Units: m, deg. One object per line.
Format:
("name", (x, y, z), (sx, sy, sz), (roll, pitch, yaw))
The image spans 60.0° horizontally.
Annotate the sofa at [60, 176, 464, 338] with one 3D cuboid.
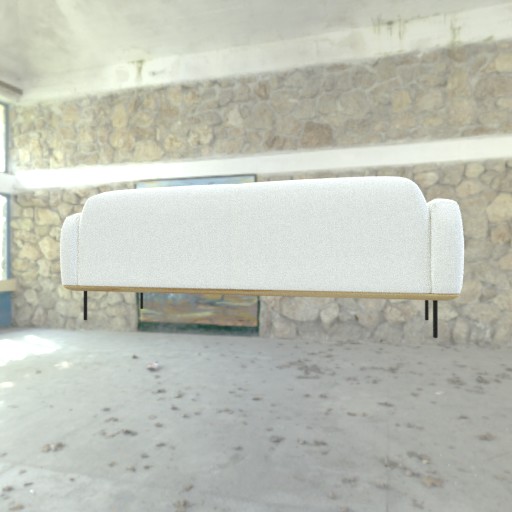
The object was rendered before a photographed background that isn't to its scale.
("sofa", (0.000, 0.000, 2.693), (2.280, 0.780, 0.870), (0, 0, 18))
